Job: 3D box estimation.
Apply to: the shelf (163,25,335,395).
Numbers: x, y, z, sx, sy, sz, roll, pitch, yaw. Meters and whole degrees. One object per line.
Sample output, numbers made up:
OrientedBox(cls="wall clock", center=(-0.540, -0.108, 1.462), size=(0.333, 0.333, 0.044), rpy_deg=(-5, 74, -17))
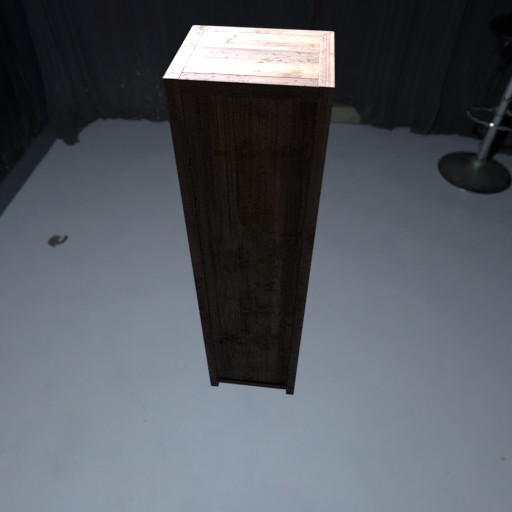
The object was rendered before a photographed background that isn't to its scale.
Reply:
OrientedBox(cls="shelf", center=(0.000, 0.000, 2.109), size=(0.500, 1.900, 0.428), rpy_deg=(5, 47, 5))
